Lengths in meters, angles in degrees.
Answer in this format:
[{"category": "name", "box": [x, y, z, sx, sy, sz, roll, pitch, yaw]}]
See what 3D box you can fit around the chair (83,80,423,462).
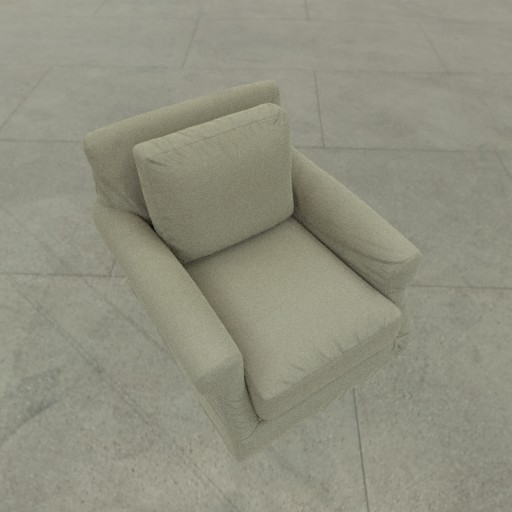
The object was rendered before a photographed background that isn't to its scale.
[{"category": "chair", "box": [0.000, 0.000, 1.712, 0.940, 0.866, 1.066, -25, 52, -22]}]
